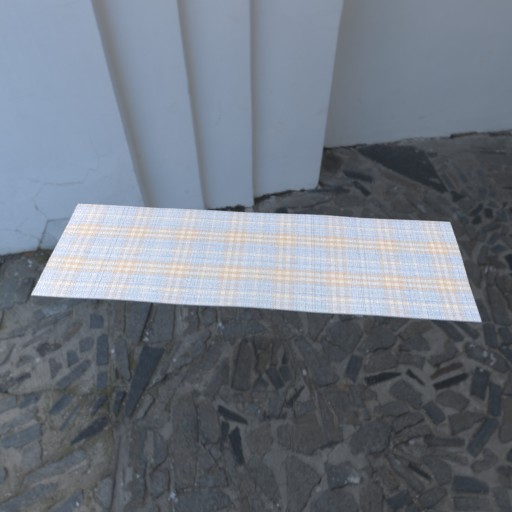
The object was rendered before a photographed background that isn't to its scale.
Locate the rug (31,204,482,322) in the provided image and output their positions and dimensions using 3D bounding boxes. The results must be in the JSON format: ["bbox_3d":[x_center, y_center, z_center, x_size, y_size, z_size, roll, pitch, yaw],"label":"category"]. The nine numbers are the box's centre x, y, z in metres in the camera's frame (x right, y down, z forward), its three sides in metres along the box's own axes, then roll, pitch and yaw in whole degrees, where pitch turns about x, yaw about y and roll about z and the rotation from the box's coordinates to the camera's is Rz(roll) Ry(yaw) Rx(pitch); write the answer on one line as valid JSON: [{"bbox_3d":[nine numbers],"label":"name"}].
[{"bbox_3d":[0.000,0.000,2.643,2.439,0.013,0.762,3,48,3],"label":"rug"}]
